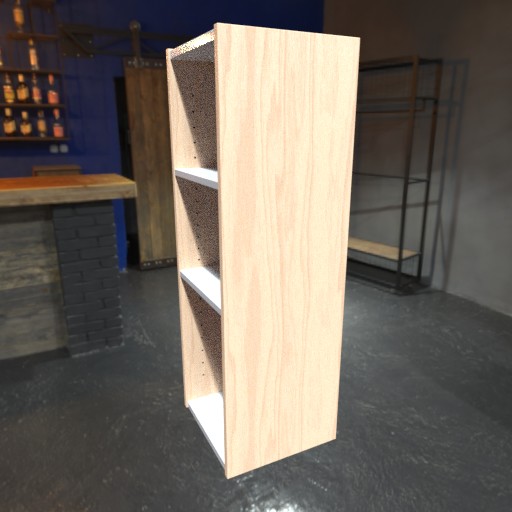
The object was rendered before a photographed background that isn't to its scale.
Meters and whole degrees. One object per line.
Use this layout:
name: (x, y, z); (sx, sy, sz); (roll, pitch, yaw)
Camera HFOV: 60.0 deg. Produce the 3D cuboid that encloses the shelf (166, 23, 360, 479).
shelf: (0.000, 0.000, 1.031); (0.290, 0.900, 0.300); (-8, 18, -25)
